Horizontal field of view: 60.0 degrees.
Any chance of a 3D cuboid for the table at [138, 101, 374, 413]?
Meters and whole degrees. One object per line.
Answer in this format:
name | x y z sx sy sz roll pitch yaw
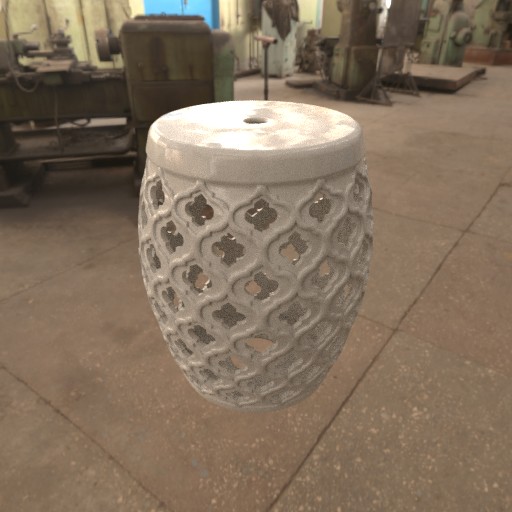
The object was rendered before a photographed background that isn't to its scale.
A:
table | 0.000 0.000 0.646 0.325 0.388 0.325 0 30 0
